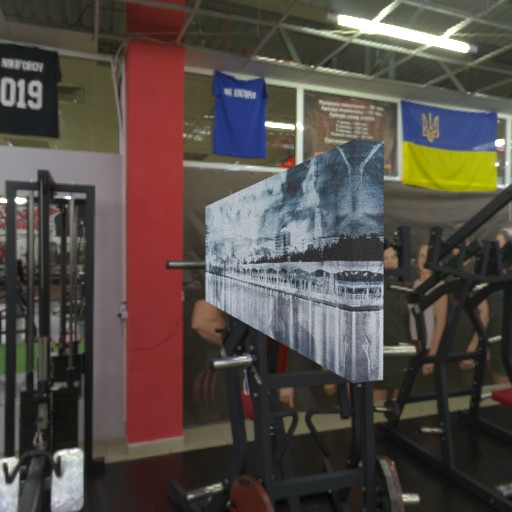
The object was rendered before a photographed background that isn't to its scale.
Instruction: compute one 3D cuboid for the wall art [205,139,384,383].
[{"bbox_3d":[0.000,0.000,0.821,0.037,0.251,0.759,0,1,-18],"label":"wall art"}]
